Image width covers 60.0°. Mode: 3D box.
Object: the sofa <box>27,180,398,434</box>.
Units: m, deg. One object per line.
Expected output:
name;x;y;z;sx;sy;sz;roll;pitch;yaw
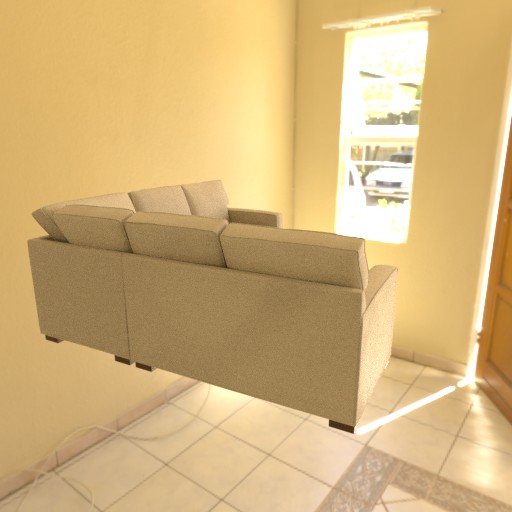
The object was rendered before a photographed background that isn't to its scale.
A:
sofa;0.000;0.000;3.347;2.182;0.939;2.189;8;17;27
